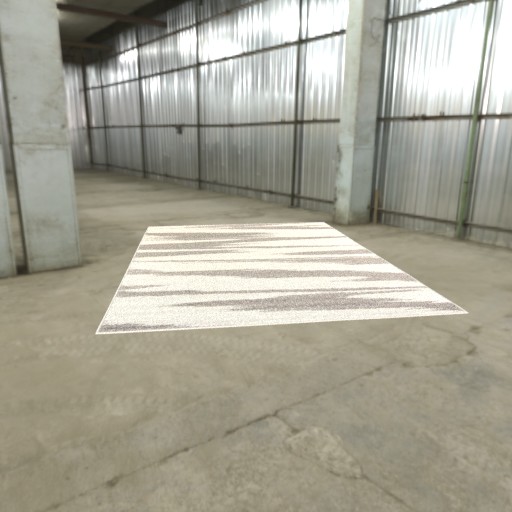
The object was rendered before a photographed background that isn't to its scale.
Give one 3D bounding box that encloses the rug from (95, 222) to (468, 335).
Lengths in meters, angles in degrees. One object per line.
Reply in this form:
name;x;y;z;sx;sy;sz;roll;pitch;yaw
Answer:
rug;0.000;0.000;2.804;1.533;0.010;2.142;-2;15;-8
